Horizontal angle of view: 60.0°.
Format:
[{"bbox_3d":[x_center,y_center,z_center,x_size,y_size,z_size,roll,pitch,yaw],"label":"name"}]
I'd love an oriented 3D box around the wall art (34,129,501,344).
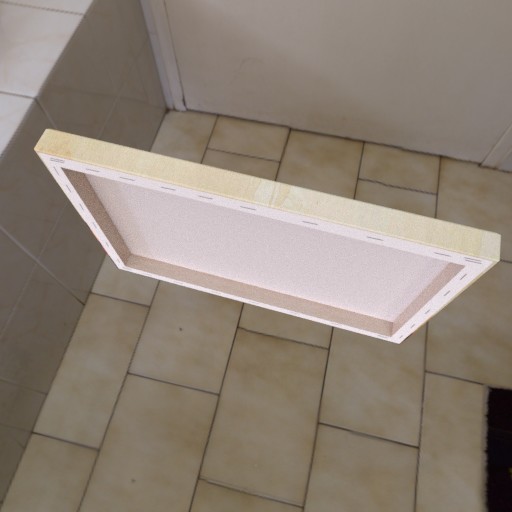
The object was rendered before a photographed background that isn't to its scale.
[{"bbox_3d":[0.000,0.000,0.752,0.613,0.402,0.040,14,66,7],"label":"wall art"}]
